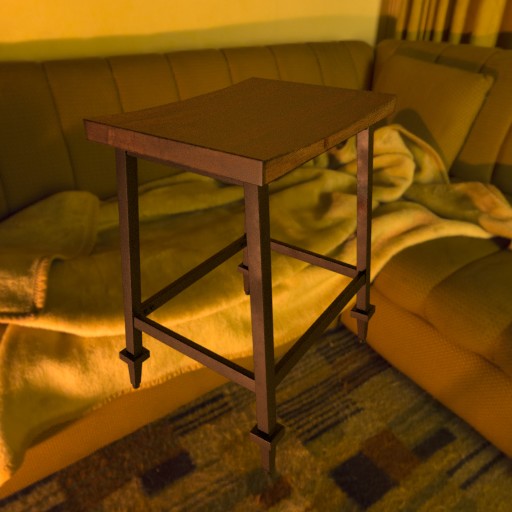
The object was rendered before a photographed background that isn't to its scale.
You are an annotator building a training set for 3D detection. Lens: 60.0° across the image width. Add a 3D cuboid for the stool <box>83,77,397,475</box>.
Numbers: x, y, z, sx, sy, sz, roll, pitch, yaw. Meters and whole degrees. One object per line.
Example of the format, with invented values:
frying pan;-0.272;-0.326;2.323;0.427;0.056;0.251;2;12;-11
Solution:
stool;0.000;0.000;0.948;0.405;0.625;0.486;20;37;29
